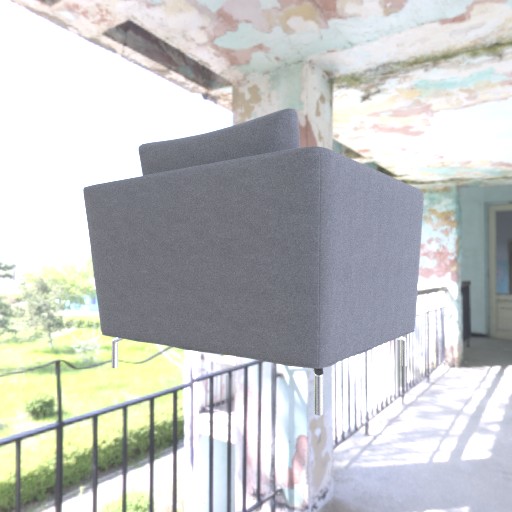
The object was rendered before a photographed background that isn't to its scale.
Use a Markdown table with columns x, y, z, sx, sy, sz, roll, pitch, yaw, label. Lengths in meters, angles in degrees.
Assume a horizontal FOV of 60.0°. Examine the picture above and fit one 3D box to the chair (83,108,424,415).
| x | y | z | sx | sy | sz | roll | pitch | yaw | label |
| --- | --- | --- | --- | --- | --- | --- | --- | --- | --- |
| 0.000 | 0.000 | 1.715 | 1.041 | 0.864 | 0.889 | -1 | -1 | 36 | chair |
